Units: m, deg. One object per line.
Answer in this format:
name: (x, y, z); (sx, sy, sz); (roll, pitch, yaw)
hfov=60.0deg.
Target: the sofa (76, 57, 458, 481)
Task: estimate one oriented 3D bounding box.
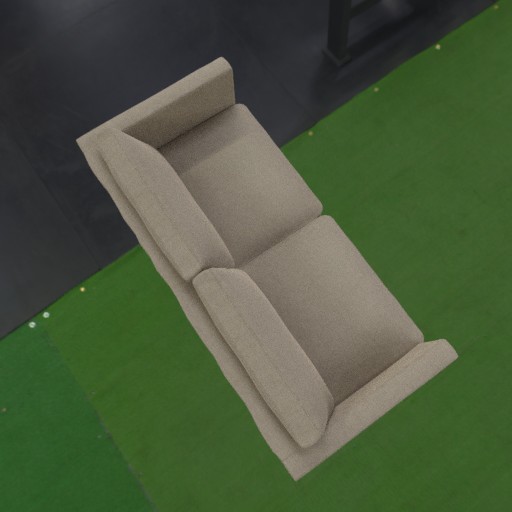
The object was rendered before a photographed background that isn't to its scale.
sofa: (0.000, 0.000, 2.417); (0.956, 0.847, 1.987); (-33, 77, -9)
